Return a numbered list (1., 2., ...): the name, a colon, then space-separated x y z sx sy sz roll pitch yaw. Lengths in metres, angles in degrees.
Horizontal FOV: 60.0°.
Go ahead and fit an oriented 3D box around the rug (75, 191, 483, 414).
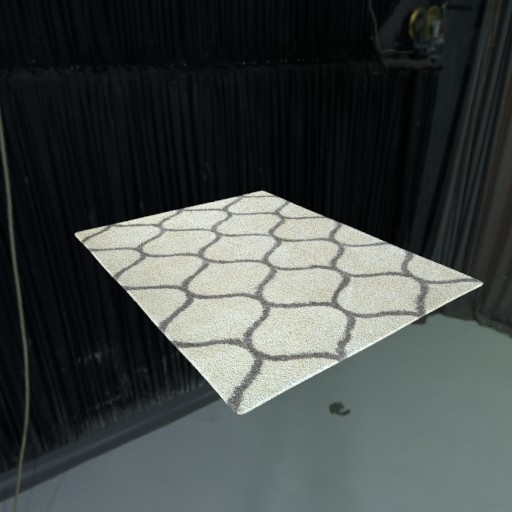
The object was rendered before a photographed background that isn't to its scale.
1. rug: 0.000 0.000 4.046 2.399 0.026 3.000 -18 31 -32
